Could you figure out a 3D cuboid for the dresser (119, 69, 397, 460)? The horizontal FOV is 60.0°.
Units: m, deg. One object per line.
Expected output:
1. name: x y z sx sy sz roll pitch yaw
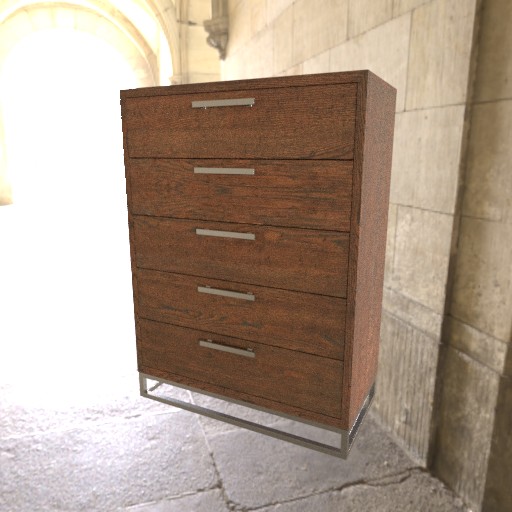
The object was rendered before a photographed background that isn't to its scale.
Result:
1. dresser: 0.000 0.000 1.856 0.965 1.321 0.508 7 15 26
